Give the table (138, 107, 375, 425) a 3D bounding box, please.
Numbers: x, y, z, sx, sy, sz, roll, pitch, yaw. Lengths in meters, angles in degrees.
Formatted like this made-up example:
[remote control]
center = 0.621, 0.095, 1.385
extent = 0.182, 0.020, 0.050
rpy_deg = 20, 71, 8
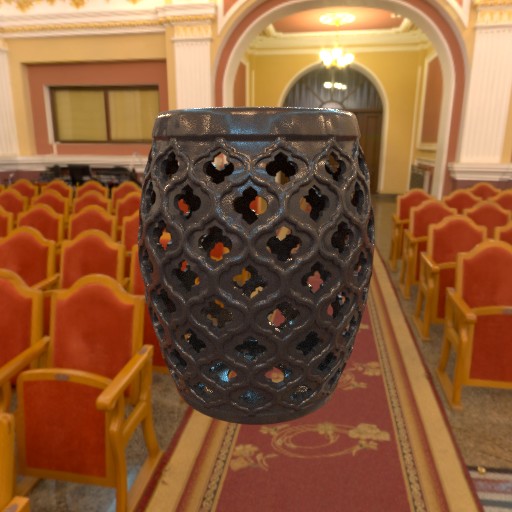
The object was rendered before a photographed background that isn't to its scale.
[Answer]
[table]
center = 0.000, 0.000, 0.634
extent = 0.325, 0.388, 0.325
rpy_deg = 0, 14, 0
